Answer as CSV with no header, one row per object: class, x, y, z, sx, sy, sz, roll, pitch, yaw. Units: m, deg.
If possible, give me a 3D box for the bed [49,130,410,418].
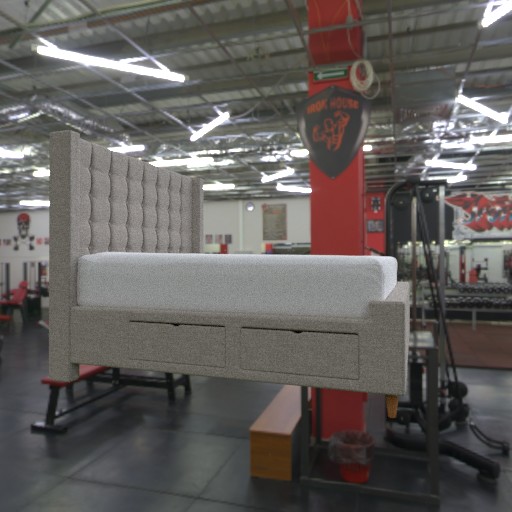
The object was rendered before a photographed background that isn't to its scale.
bed,0.000,0.000,3.657,2.372,1.748,2.044,0,0,20
